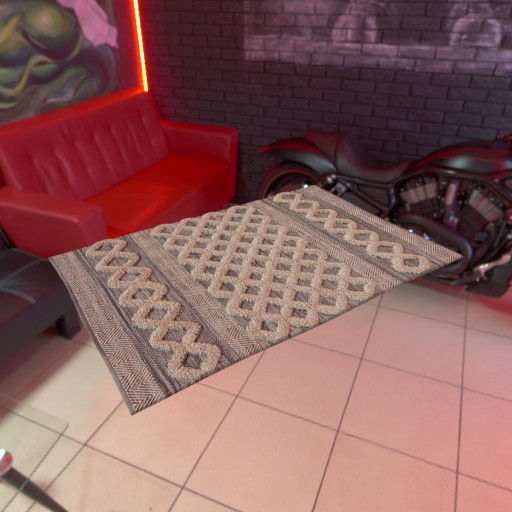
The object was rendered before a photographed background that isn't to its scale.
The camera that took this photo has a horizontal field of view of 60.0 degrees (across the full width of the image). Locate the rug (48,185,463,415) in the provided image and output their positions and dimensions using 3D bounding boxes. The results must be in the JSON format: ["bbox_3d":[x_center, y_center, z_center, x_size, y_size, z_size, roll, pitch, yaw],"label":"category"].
[{"bbox_3d":[0.000,0.000,2.335,1.823,0.030,1.222,-19,36,-29],"label":"rug"}]
